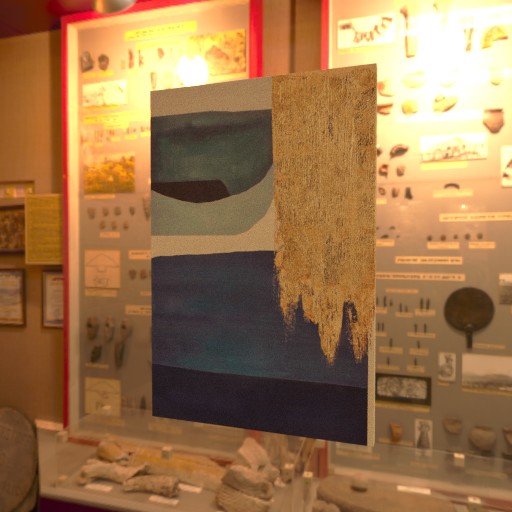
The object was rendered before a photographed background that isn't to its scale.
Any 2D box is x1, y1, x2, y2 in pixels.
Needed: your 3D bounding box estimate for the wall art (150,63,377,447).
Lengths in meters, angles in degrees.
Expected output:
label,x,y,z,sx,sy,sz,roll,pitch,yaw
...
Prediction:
label,x,y,z,sx,sy,sz,roll,pitch,yaw
wall art,0.000,0.000,1.164,0.607,0.911,0.039,1,2,18
